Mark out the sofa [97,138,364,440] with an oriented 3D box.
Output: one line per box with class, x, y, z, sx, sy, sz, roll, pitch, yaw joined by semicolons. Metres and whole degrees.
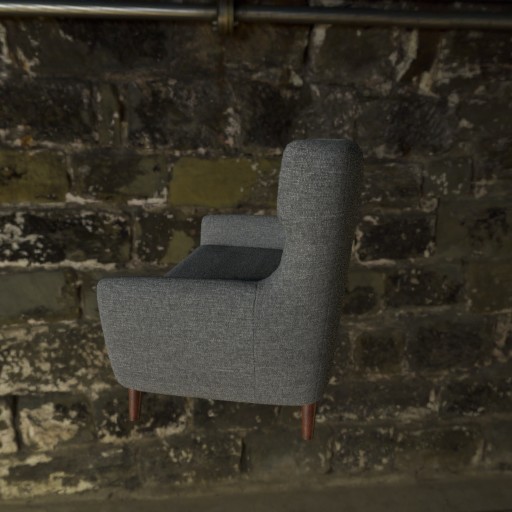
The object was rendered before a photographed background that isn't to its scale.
sofa;0.000;0.000;2.012;0.874;1.028;1.358;2;15;9
